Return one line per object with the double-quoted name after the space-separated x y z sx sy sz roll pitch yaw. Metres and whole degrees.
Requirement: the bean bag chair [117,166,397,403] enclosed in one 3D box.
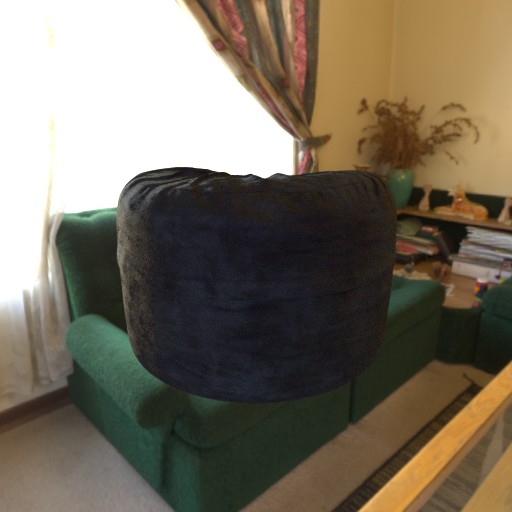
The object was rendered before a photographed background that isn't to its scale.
0.000 0.000 1.532 0.918 0.616 0.918 0 17 0 "bean bag chair"
